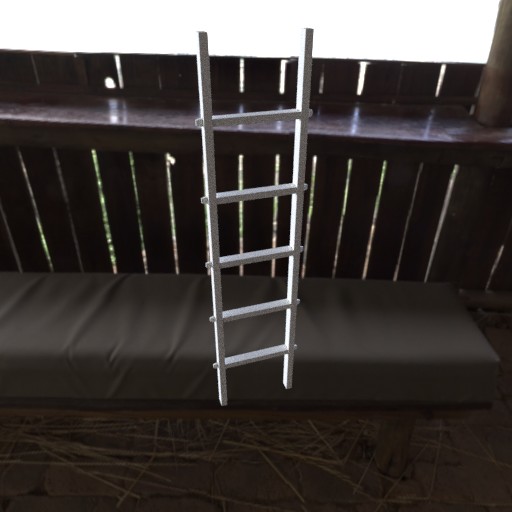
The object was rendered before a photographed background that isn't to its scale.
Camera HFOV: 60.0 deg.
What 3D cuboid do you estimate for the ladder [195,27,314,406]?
[{"bbox_3d":[0.000,0.000,1.968,0.452,1.797,0.051,-10,34,-15],"label":"ladder"}]
